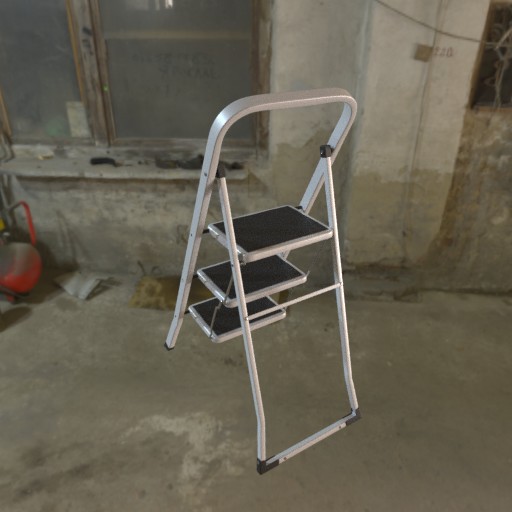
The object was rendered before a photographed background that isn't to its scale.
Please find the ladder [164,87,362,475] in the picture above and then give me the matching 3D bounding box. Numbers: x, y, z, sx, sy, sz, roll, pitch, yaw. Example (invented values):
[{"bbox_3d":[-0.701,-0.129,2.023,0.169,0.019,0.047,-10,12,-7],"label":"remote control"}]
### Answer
[{"bbox_3d":[0.000,0.000,1.425,0.460,1.050,0.711,-17,33,-27],"label":"ladder"}]
